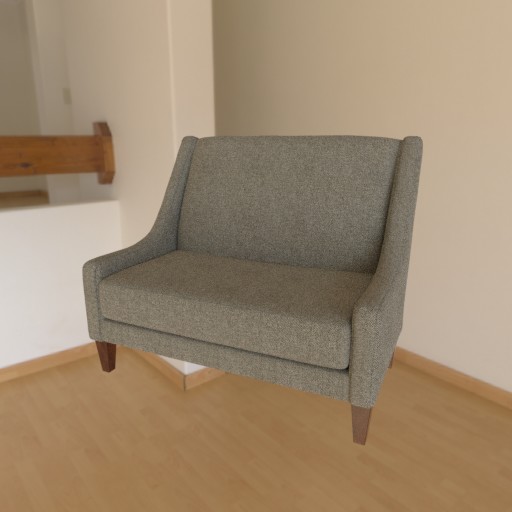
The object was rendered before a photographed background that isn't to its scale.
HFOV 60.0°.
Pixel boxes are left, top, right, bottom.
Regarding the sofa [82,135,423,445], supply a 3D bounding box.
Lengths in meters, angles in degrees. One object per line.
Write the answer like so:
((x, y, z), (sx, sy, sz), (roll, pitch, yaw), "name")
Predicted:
((0.000, 0.000, 1.943), (1.242, 1.021, 0.870), (7, 17, 24), "sofa")
